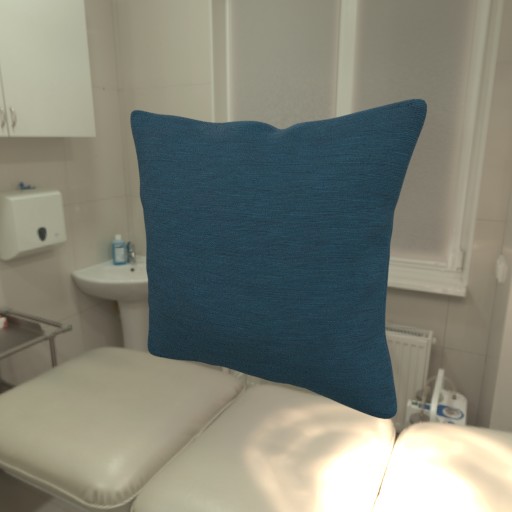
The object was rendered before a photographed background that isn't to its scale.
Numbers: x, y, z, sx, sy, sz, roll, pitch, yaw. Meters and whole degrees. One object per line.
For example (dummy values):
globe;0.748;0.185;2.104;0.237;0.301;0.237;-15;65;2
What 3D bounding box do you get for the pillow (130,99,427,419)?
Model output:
pillow;0.000;0.000;0.650;0.437;0.420;0.177;7;17;26
